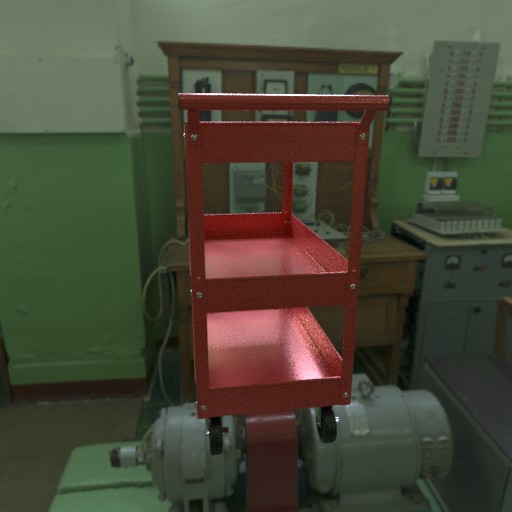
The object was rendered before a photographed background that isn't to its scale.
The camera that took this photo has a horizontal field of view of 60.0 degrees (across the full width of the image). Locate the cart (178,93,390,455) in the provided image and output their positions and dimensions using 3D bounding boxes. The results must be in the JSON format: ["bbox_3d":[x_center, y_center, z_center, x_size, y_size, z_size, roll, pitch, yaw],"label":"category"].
[{"bbox_3d":[0.000,0.000,1.197,0.366,0.780,0.719,-2,17,-8],"label":"cart"}]
